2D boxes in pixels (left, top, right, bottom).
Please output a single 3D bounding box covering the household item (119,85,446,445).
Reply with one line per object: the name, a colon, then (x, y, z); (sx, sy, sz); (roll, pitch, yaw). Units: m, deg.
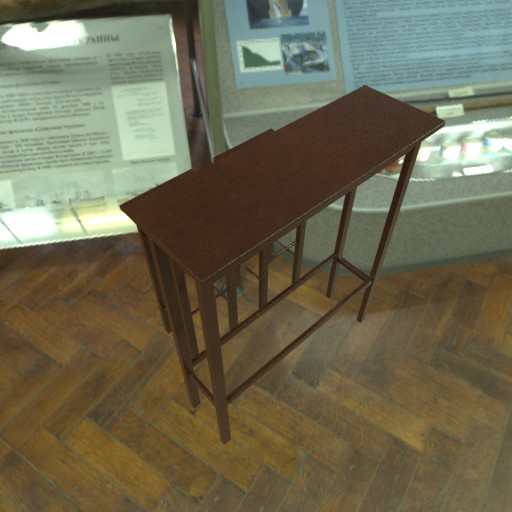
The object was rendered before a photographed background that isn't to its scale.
household item: (0.000, 0.000, 1.674); (0.914, 1.067, 0.676); (-34, 56, -27)
